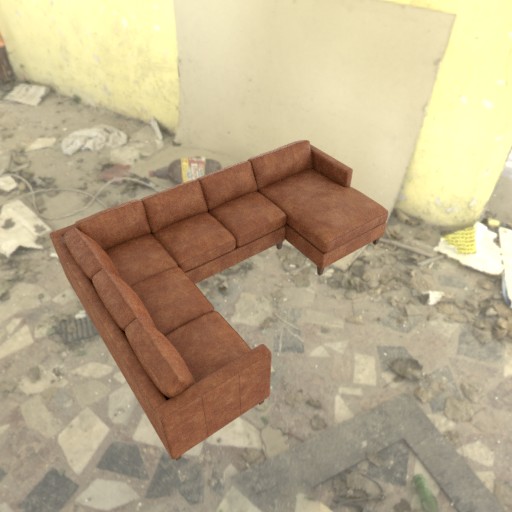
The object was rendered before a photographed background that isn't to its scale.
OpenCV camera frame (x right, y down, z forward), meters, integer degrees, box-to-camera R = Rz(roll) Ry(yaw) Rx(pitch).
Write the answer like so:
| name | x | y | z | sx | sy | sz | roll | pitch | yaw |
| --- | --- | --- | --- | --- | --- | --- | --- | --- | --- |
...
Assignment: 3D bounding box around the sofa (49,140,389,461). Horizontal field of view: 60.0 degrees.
| name | x | y | z | sx | sy | sz | roll | pitch | yaw |
| --- | --- | --- | --- | --- | --- | --- | --- | --- | --- |
| sofa | 0.000 | 0.000 | 4.590 | 3.324 | 0.888 | 2.452 | -26 | 48 | -26 |
